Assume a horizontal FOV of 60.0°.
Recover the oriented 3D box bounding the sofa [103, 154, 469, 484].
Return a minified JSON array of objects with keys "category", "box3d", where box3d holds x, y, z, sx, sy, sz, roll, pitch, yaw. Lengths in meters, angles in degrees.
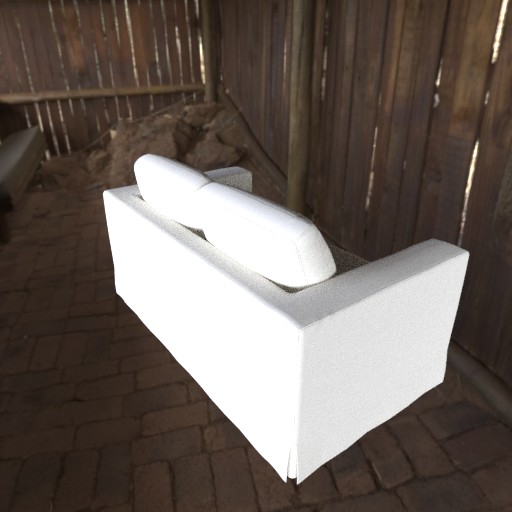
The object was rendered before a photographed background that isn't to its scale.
[{"category":"sofa","box3d":[0.000,0.000,2.374,1.009,0.932,1.813,-18,31,-32]}]
